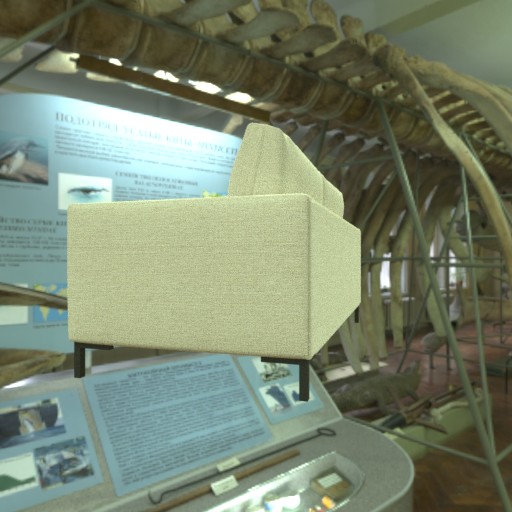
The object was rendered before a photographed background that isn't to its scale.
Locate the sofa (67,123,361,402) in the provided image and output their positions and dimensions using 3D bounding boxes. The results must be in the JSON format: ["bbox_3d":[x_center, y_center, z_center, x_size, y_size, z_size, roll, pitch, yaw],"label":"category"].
[{"bbox_3d":[0.000,0.000,2.103,0.839,0.812,1.651,0,0,18],"label":"sofa"}]
